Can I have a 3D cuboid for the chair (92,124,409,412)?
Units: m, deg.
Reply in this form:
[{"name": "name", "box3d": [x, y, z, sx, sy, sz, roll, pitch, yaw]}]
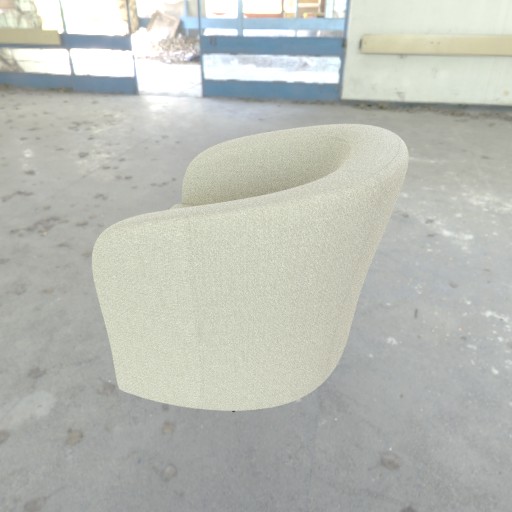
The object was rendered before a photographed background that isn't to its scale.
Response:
[{"name": "chair", "box3d": [0.000, 0.000, 1.408, 0.815, 0.771, 0.791, 7, 30, 12]}]
